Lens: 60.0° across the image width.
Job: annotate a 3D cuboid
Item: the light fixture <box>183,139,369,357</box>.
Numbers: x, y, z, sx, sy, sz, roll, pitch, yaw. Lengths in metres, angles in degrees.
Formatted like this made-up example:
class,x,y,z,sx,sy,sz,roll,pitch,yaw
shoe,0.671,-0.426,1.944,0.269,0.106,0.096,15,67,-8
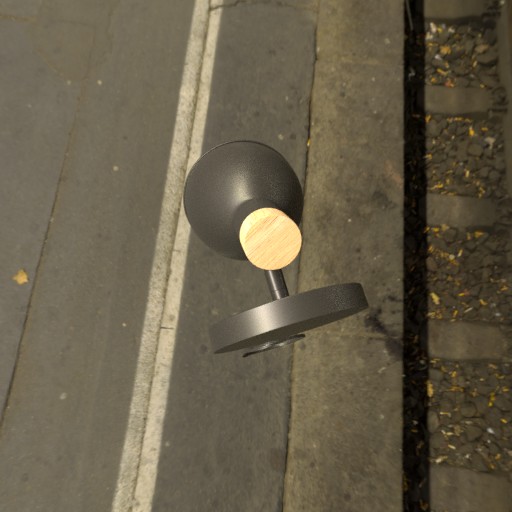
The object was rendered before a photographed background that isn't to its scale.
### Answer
class,x,y,z,sx,sy,sz,roll,pitch,yaw
light fixture,0.000,0.000,0.501,0.127,0.401,0.203,-16,75,-4
